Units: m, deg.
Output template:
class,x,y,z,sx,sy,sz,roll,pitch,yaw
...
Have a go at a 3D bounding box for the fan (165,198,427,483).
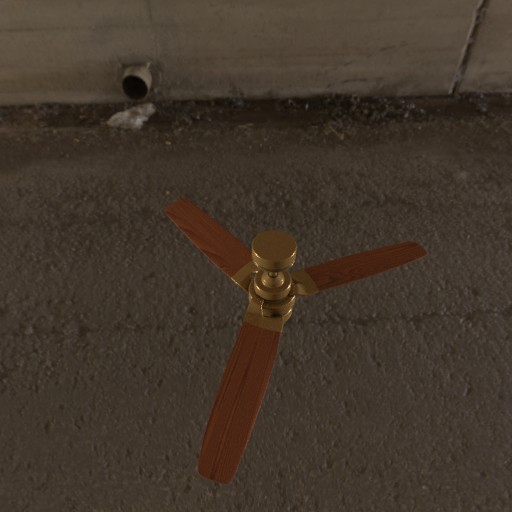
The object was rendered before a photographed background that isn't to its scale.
class,x,y,z,sx,sy,sz,roll,pitch,yaw
fan,0.000,0.000,1.966,1.416,0.425,1.271,-32,55,-26
